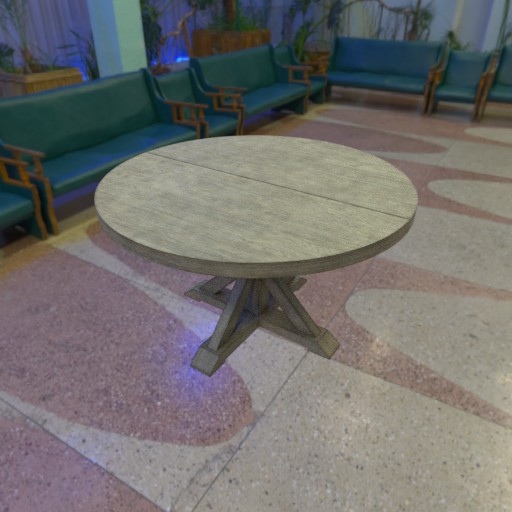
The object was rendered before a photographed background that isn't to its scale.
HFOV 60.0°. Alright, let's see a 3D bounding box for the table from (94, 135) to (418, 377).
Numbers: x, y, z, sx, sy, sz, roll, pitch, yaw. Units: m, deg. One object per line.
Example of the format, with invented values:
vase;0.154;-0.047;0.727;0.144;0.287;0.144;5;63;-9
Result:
table;0.000;0.000;2.152;1.363;0.781;1.363;0;31;0
